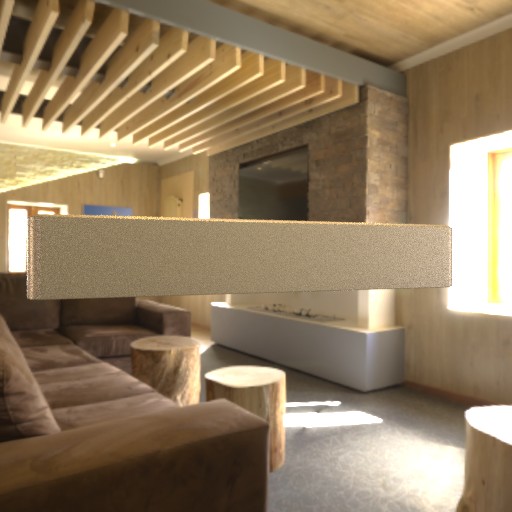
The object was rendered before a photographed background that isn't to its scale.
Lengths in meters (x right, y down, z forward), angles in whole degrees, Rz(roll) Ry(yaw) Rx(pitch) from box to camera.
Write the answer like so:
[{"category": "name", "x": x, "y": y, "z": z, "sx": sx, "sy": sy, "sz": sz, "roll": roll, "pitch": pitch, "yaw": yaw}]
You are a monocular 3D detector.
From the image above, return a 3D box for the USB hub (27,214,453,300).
[{"category": "USB hub", "x": 0.000, "y": 0.000, "z": 0.161, "sx": 0.145, "sy": 0.023, "sz": 0.044, "roll": 0, "pitch": 0, "yaw": -20}]
